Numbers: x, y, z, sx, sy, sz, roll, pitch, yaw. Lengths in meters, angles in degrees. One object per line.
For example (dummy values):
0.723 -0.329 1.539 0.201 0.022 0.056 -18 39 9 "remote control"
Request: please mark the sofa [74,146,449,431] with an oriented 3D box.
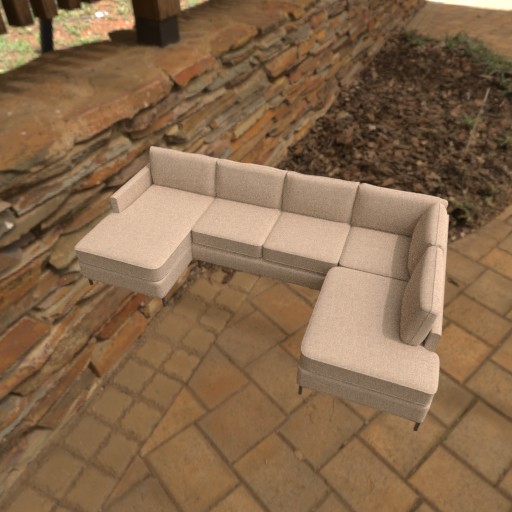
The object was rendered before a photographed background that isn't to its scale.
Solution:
0.000 0.000 4.261 3.423 0.996 2.021 13 42 15 "sofa"
